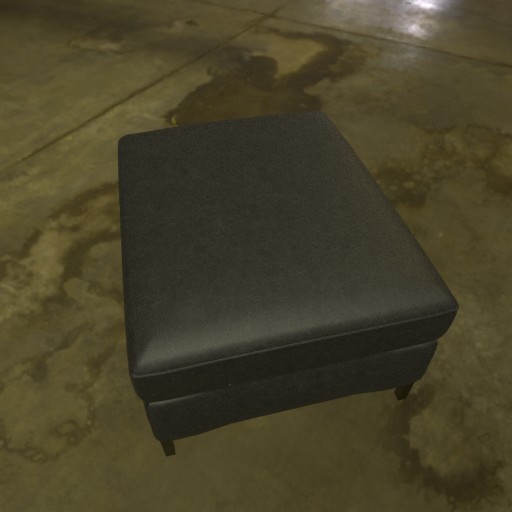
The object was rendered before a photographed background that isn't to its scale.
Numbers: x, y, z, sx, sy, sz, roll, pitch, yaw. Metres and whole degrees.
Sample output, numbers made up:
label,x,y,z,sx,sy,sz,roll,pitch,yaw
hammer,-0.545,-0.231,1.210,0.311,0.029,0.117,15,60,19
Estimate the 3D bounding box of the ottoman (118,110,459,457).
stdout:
label,x,y,z,sx,sy,sz,roll,pitch,yaw
ottoman,0.000,0.000,1.789,0.967,0.696,1.187,-10,47,-9
